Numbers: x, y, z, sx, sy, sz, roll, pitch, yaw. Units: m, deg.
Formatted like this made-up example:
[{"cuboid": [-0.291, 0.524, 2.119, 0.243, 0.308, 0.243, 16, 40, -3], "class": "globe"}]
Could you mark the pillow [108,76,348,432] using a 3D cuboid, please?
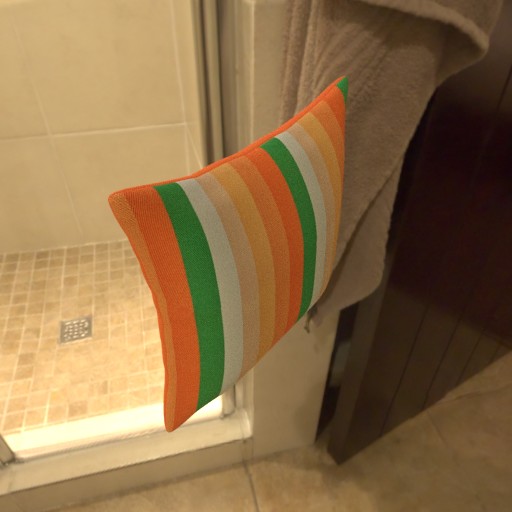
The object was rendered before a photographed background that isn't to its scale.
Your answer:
[{"cuboid": [0.000, 0.000, 0.703, 0.169, 0.444, 0.453, 27, 47, 29], "class": "pillow"}]
